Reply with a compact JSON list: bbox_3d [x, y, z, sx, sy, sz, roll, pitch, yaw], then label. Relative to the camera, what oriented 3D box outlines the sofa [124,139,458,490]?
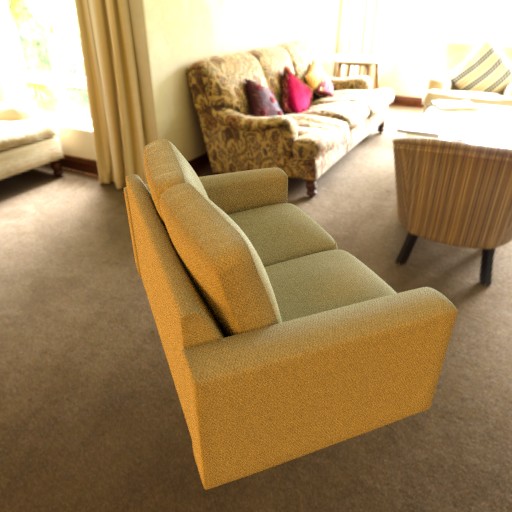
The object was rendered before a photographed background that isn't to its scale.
[{"bbox_3d":[0.000,0.000,2.135,1.016,0.873,1.616,-11,33,-18],"label":"sofa"}]
